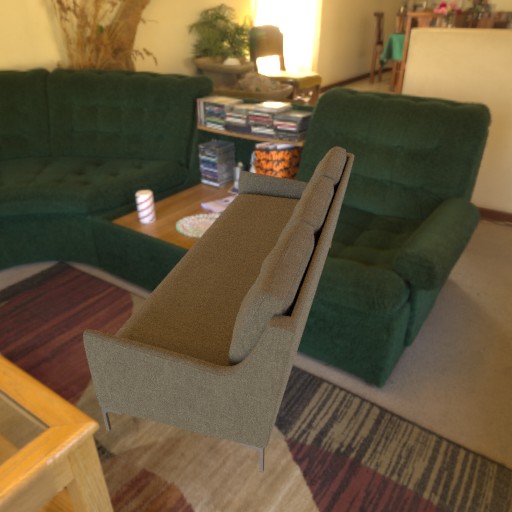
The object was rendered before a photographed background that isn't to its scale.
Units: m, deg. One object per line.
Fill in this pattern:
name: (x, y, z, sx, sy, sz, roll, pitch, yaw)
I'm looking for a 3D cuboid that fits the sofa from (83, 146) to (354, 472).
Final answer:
sofa: (0.000, 0.000, 2.530, 0.849, 0.837, 2.060, 8, 31, 14)
